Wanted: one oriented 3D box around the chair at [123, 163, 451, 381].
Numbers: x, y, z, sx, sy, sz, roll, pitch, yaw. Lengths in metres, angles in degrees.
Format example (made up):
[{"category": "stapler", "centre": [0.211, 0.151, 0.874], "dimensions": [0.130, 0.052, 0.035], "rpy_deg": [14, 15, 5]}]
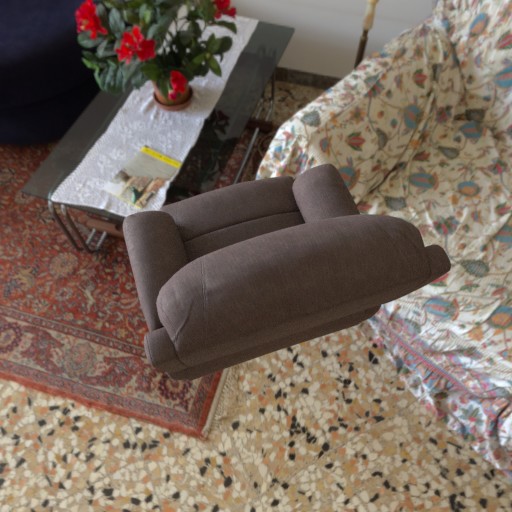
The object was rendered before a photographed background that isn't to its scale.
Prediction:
[{"category": "chair", "centre": [0.000, 0.000, 1.718], "dimensions": [0.930, 1.011, 0.899], "rpy_deg": [-16, 60, -10]}]
